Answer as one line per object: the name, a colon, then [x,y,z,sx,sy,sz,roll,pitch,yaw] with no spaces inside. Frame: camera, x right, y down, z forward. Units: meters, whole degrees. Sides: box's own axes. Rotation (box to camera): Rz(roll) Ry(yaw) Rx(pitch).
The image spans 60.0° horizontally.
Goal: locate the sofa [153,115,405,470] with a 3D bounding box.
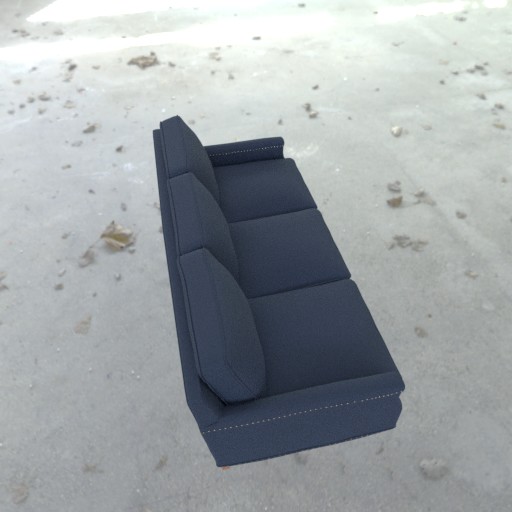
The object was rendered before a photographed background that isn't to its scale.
sofa: [0.000,0.000,2.839,1.084,1.003,2.246,-9,47,-9]
